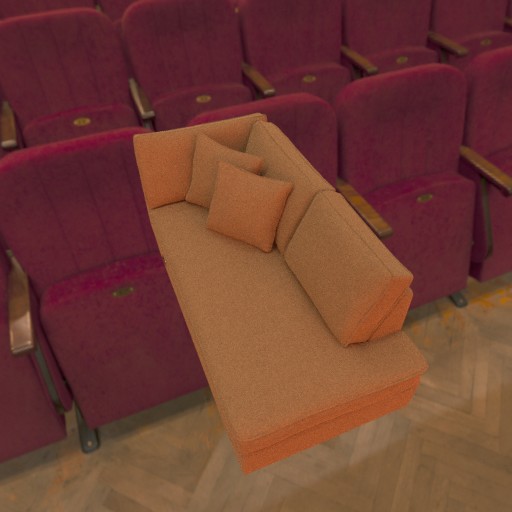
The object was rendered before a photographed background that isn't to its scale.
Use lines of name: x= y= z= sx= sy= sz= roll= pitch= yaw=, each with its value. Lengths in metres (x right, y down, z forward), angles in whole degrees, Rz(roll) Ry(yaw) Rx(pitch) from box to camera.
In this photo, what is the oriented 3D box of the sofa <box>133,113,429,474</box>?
sofa: x=0.000 y=0.000 z=2.898 sx=1.110 sy=1.033 sz=2.237 roll=-16 pitch=48 yaw=-16
